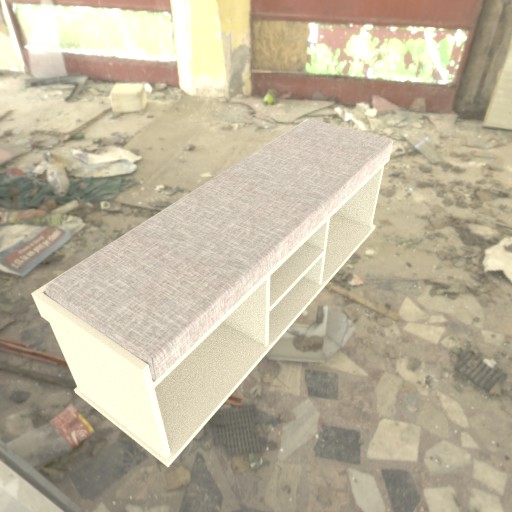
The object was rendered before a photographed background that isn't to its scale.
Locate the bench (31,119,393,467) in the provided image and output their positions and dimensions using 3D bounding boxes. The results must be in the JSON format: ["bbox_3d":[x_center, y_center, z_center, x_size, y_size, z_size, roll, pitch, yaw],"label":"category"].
[{"bbox_3d":[0.000,0.000,1.401,0.363,0.453,1.196,24,45,27],"label":"bench"}]
